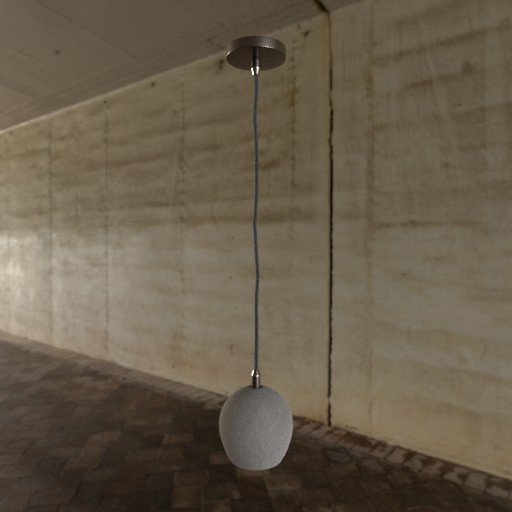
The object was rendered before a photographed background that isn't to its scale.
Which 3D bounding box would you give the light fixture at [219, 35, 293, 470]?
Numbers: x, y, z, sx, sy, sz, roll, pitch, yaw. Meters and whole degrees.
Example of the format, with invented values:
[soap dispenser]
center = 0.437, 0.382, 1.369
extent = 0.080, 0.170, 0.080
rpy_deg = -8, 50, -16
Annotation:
[light fixture]
center = 0.000, 0.000, 0.830
extent = 0.139, 0.764, 0.139
rpy_deg = -1, 2, -19
